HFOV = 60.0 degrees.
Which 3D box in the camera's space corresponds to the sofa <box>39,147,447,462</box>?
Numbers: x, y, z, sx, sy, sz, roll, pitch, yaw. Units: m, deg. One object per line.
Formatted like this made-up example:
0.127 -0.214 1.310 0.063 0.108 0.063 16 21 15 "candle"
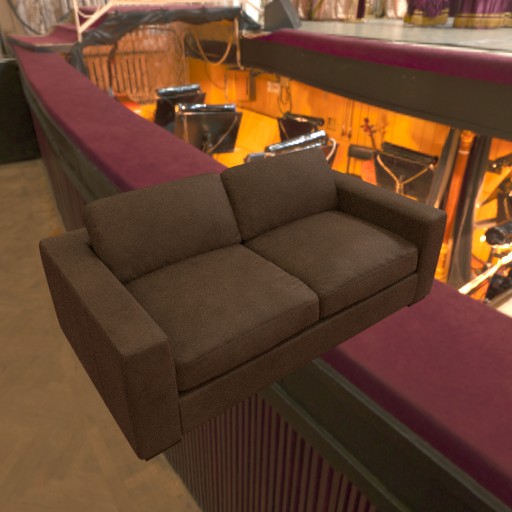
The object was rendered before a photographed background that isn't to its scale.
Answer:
0.000 0.000 2.394 1.920 0.800 1.070 -21 36 -31 "sofa"
